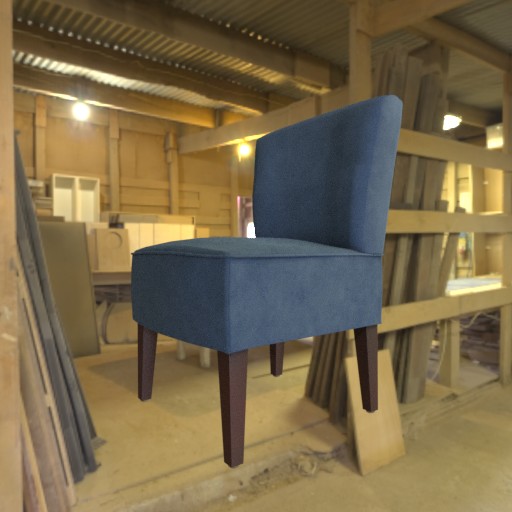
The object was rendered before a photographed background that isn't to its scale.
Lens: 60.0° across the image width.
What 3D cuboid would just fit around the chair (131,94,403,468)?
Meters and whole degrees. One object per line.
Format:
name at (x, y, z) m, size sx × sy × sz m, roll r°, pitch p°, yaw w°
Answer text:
chair at (0.000, 0.000, 1.161) m, size 0.551 × 0.806 × 0.521 m, roll -1°, pitch 1°, yaw -36°
